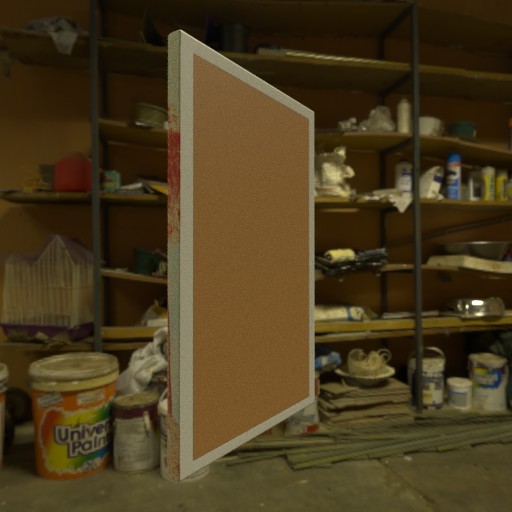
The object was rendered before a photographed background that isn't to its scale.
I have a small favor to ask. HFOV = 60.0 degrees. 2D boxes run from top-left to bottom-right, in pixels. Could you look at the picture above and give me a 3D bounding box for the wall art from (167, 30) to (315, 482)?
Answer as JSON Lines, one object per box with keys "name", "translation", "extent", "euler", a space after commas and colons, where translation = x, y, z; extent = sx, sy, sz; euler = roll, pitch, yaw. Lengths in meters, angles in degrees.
{"name": "wall art", "translation": [0.000, 0.000, 1.153], "extent": [0.037, 0.915, 0.605], "euler": [0, -1, 34]}
